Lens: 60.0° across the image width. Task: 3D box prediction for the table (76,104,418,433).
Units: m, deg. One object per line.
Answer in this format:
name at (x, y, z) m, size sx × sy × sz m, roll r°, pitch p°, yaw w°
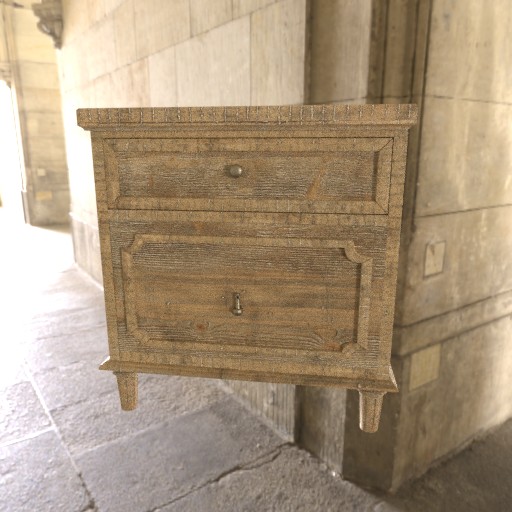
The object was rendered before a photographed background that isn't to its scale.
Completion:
table at (0.000, 0.000, 1.164) m, size 0.686 × 0.711 × 0.457 m, roll 2°, pitch 14°, yaw 8°
